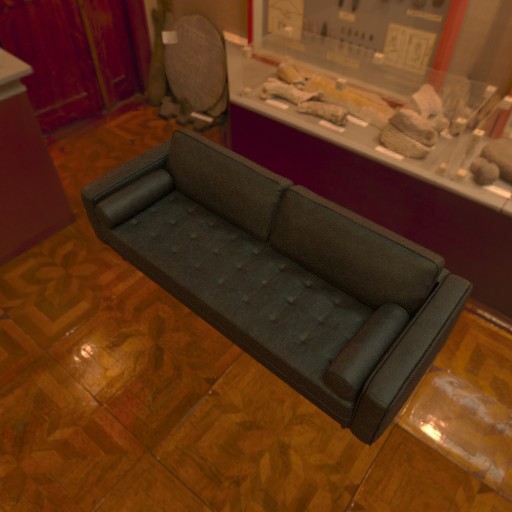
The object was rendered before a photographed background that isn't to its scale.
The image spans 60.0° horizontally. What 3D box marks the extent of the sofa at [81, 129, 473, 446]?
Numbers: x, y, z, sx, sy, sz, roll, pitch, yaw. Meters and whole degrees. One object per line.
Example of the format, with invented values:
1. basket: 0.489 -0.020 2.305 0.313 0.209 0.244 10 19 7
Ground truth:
1. sofa: 0.000 0.000 2.634 2.210 0.762 0.914 32 54 27
